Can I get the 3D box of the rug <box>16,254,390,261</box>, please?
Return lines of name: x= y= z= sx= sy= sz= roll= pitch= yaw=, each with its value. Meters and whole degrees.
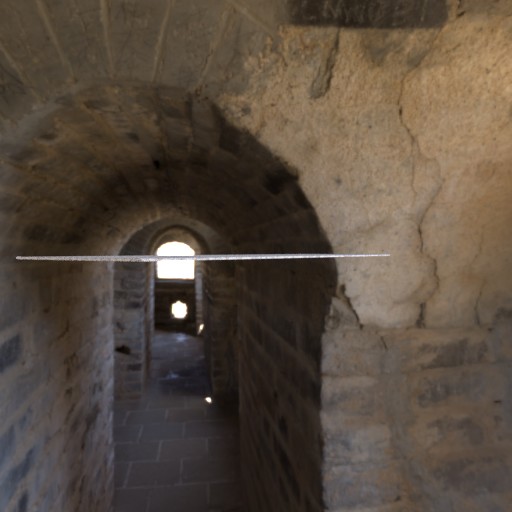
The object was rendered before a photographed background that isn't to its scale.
rug: x=0.000 y=0.000 z=2.646 sx=0.807 sy=0.013 sz=2.436 roll=0 pitch=1 yaw=36
